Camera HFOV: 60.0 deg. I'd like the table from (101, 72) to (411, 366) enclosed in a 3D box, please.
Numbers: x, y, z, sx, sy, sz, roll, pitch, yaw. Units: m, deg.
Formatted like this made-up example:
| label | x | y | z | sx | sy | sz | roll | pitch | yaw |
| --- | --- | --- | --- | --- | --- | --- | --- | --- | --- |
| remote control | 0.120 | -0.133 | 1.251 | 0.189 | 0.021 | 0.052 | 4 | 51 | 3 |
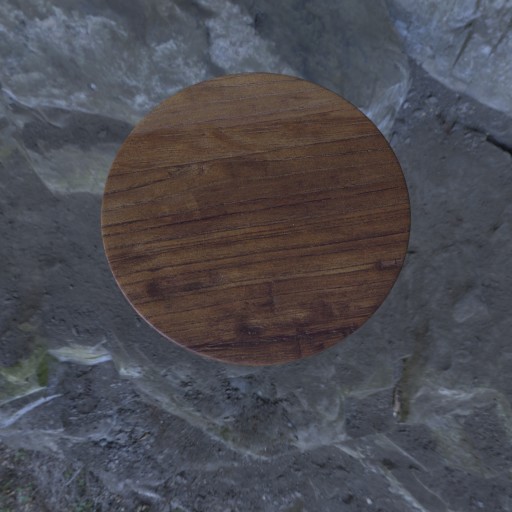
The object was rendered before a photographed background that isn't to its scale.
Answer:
| label | x | y | z | sx | sy | sz | roll | pitch | yaw |
| --- | --- | --- | --- | --- | --- | --- | --- | --- | --- |
| table | 0.000 | 0.000 | 0.821 | 0.400 | 0.520 | 0.400 | 0 | 75 | 0 |
